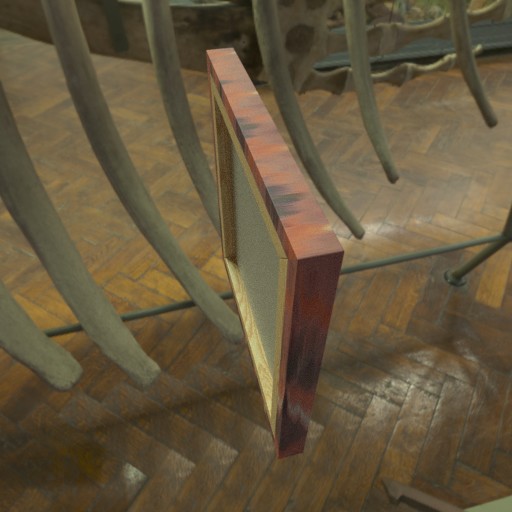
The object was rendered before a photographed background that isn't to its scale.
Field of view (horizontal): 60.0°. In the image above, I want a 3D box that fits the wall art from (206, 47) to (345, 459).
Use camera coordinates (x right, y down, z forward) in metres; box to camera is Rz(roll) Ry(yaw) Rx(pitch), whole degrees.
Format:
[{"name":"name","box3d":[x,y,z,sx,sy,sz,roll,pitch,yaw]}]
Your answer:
[{"name":"wall art","box3d":[0.000,0.000,0.612,0.038,0.406,0.403,-10,47,-10]}]
